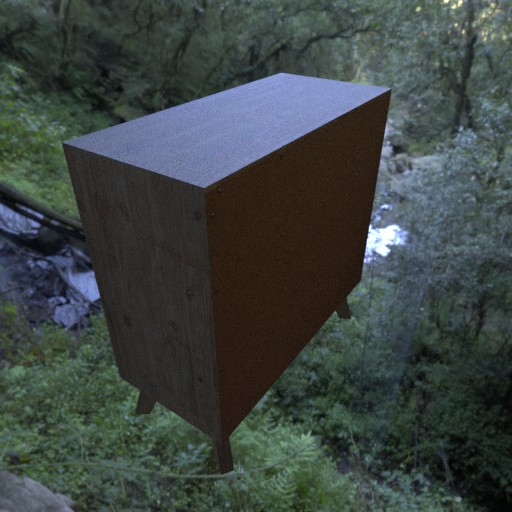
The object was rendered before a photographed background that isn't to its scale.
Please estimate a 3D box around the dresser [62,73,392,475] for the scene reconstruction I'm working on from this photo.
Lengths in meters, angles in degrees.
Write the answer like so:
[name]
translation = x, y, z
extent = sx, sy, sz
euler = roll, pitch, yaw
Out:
[dresser]
translation = 0.000, 0.000, 1.592
extent = 0.455, 1.029, 0.998
euler = 21, 39, 29
